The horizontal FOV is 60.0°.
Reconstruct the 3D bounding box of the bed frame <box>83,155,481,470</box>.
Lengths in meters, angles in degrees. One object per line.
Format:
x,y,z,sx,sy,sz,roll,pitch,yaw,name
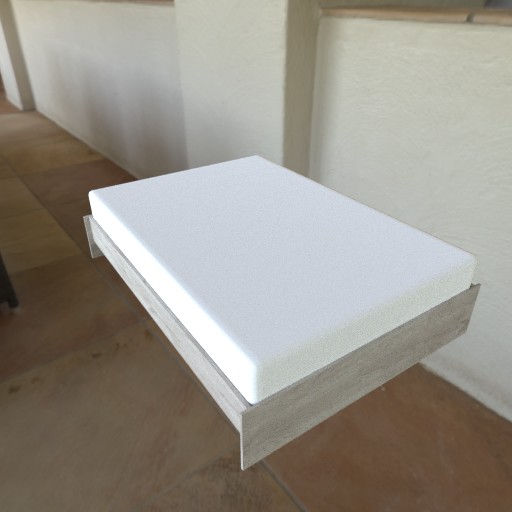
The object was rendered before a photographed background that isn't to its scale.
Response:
0.000,0.000,2.630,1.445,0.497,1.945,-19,36,-29,bed frame
